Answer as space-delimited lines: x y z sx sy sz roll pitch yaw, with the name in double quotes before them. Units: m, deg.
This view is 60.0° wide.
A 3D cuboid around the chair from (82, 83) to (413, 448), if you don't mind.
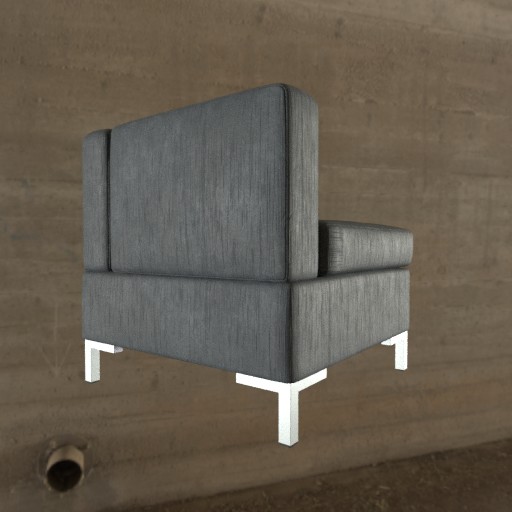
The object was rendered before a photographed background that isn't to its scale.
"chair" 0.000 0.000 1.225 0.680 0.660 0.680 1 2 37
